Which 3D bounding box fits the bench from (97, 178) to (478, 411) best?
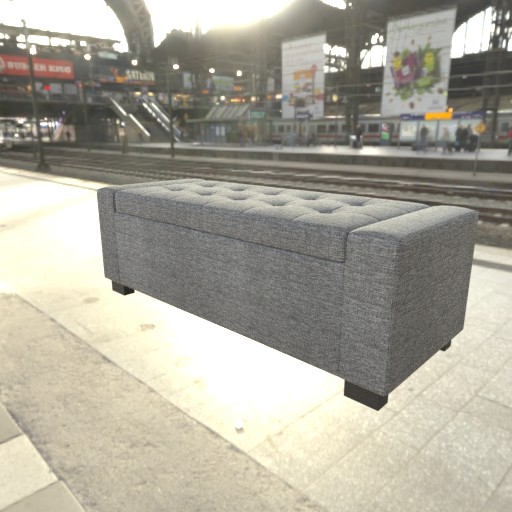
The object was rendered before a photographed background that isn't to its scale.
[{"bbox_3d":[0.000,0.000,1.574,1.296,0.445,0.508,14,21,41],"label":"bench"}]
